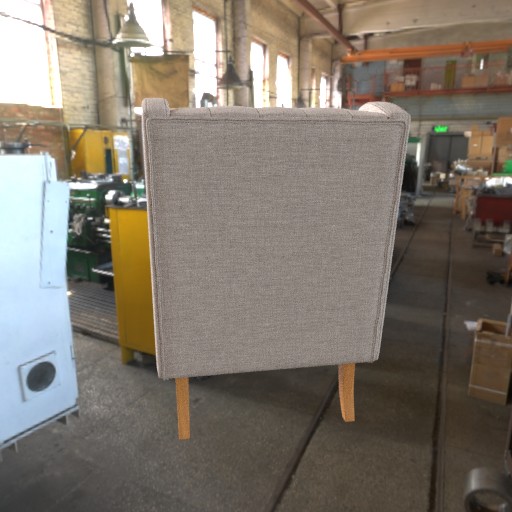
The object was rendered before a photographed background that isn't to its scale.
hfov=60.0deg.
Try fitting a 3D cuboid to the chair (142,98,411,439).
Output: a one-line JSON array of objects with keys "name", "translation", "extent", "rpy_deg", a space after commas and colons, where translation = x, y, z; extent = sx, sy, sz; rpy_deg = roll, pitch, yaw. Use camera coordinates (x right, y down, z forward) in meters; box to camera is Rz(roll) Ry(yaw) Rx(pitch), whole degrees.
[{"name": "chair", "translation": [0.000, 0.000, 1.456], "extent": [0.710, 0.930, 0.760], "rpy_deg": [-2, 14, -9]}]
